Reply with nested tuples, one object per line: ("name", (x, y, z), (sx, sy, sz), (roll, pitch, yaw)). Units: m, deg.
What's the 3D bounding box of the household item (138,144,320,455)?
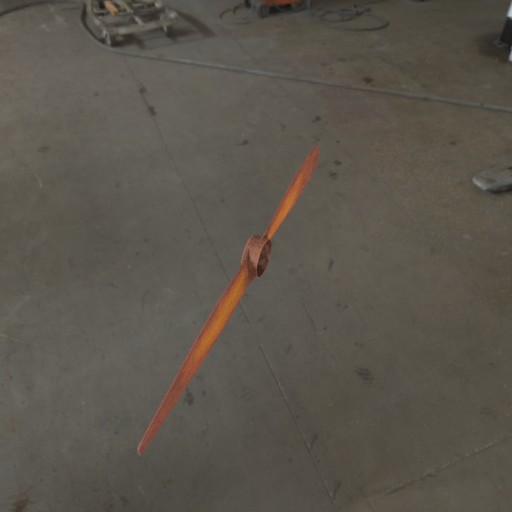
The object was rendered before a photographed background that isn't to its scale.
("household item", (0.000, 0.000, 1.253), (0.051, 0.121, 1.181), (17, 48, 16))
